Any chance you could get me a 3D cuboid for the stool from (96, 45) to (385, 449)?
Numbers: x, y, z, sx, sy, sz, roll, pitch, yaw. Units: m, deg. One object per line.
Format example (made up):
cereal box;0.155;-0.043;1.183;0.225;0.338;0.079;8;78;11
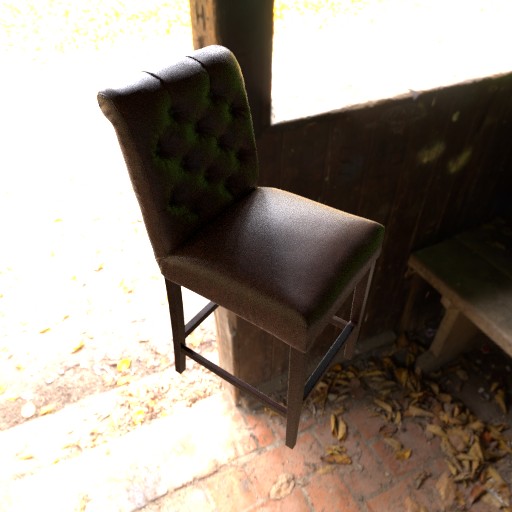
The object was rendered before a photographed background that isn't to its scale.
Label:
stool;0.000;0.000;1.413;0.660;1.084;0.486;25;47;26
